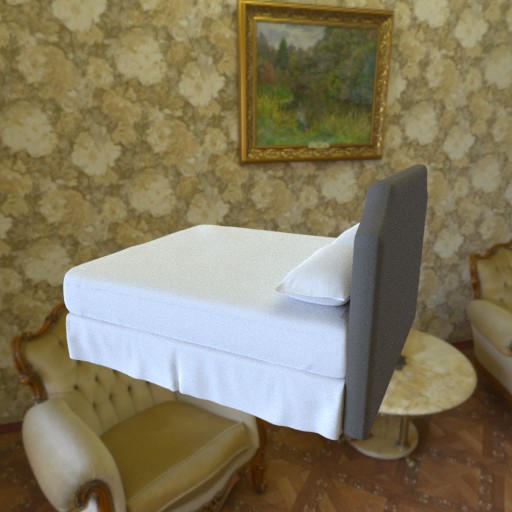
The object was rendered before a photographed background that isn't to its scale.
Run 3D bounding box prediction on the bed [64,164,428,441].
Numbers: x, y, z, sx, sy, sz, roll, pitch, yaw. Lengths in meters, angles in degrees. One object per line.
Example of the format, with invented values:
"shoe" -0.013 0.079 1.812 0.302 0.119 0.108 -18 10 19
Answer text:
"bed" 0.000 0.000 3.895 2.536 1.561 2.194 8 17 26
